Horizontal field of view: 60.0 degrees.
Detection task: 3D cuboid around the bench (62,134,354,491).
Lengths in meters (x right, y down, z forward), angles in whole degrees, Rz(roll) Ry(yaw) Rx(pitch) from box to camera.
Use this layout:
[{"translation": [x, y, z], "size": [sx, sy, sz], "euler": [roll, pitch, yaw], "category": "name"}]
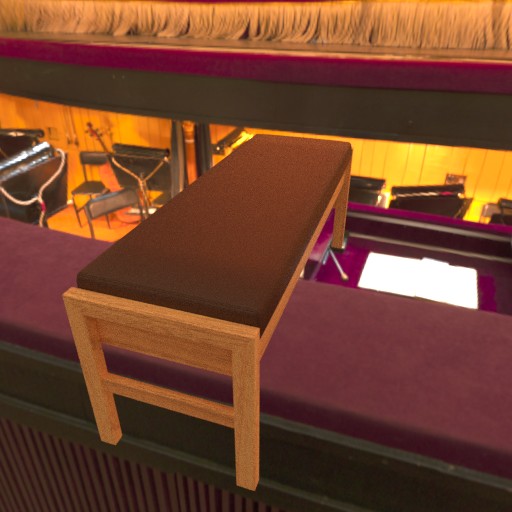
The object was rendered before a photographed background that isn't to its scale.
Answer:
[{"translation": [0.000, 0.000, 1.416], "size": [0.405, 0.480, 1.200], "euler": [10, 32, 16], "category": "bench"}]
